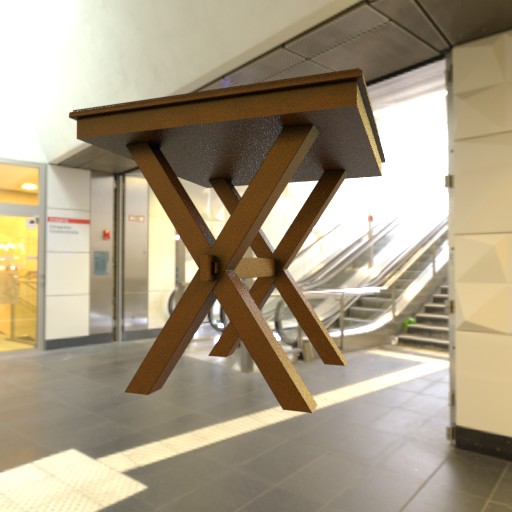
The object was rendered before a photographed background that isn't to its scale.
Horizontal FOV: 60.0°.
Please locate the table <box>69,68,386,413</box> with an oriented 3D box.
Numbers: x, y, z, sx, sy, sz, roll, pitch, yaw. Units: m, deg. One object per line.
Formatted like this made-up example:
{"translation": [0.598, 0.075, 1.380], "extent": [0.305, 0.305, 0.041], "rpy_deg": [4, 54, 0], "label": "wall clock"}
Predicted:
{"translation": [0.000, 0.000, 1.048], "extent": [0.560, 0.562, 0.602], "rpy_deg": [0, -1, 20], "label": "table"}
